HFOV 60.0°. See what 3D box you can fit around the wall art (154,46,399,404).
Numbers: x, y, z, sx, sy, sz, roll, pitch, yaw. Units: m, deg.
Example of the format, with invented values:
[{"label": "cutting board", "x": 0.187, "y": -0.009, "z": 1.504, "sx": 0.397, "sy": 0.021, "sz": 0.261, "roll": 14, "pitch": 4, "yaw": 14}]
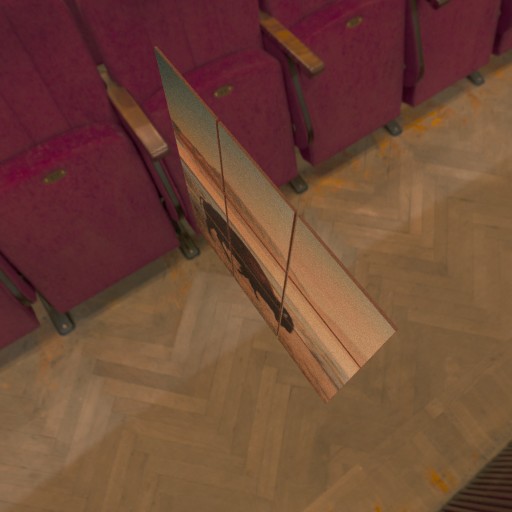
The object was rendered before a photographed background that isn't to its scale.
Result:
[{"label": "wall art", "x": 0.000, "y": 0.000, "z": 2.320, "sx": 0.019, "sy": 1.532, "sz": 1.533, "roll": -32, "pitch": 68, "yaw": -15}]
